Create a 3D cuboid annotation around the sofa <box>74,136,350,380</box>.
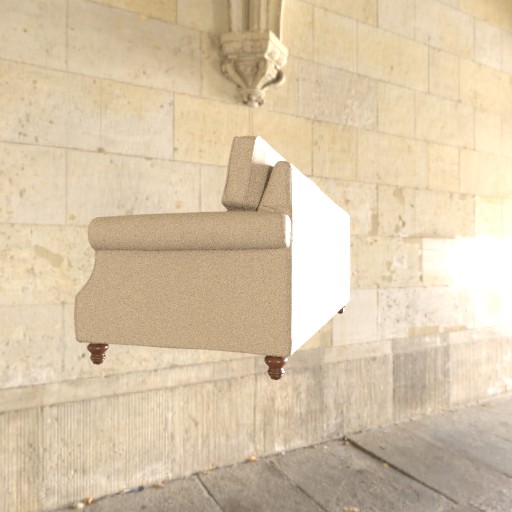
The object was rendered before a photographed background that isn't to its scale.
[{"bbox_3d":[0.000,0.000,2.793,0.966,0.948,2.354,0,0,18],"label":"sofa"}]
